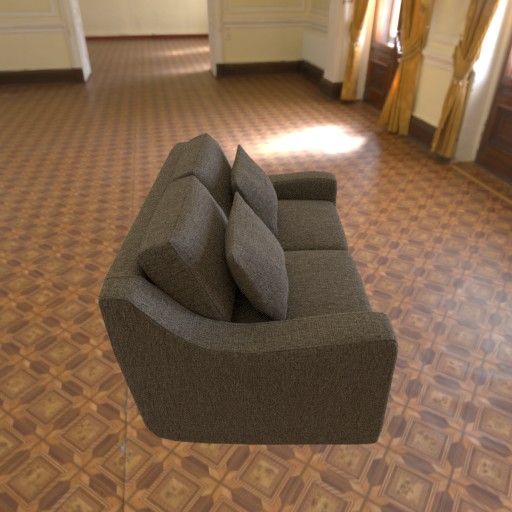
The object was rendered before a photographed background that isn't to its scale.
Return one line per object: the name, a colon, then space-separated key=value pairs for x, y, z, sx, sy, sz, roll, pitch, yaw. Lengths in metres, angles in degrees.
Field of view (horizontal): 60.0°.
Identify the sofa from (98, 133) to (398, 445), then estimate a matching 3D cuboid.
sofa: x=0.000 y=0.000 z=2.449 sx=1.120 sy=0.991 sz=1.778 roll=0 pitch=32 yaw=0
